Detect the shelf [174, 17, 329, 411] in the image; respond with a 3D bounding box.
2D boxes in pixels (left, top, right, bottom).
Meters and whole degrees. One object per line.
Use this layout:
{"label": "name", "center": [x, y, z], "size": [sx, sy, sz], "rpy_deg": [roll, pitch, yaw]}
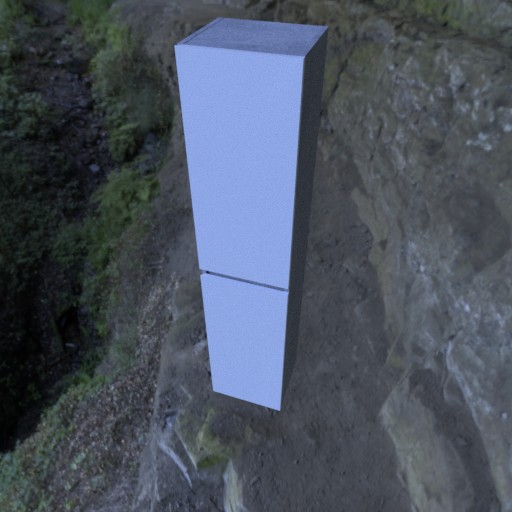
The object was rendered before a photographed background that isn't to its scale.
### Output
{"label": "shelf", "center": [0.000, 0.000, 1.522], "size": [0.300, 1.400, 0.270], "rpy_deg": [12, 42, 14]}
